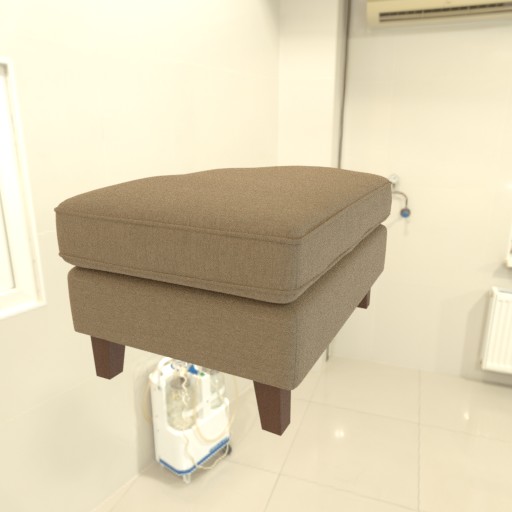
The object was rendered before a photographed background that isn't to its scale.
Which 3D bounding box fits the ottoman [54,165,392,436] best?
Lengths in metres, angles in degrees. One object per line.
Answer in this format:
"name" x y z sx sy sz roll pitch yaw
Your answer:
"ottoman" 0.000 0.000 1.340 0.636 0.521 0.945 8 18 26
